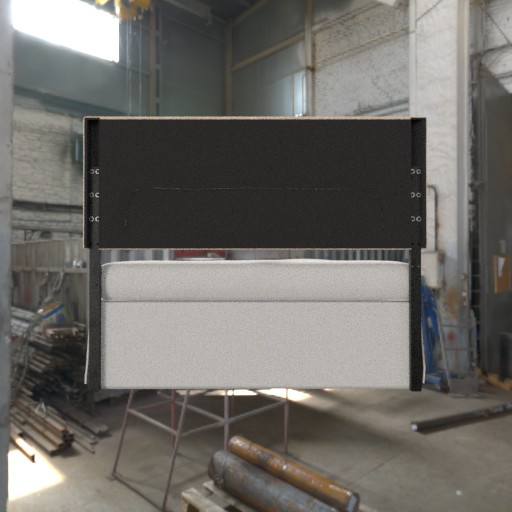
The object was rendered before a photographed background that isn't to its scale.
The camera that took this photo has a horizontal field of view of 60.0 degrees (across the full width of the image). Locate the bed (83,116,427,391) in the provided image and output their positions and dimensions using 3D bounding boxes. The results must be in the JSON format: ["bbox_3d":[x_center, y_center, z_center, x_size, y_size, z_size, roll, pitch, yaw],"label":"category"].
[{"bbox_3d":[0.000,0.000,3.012,1.643,1.270,1.978,0,-1,0],"label":"bed"}]
